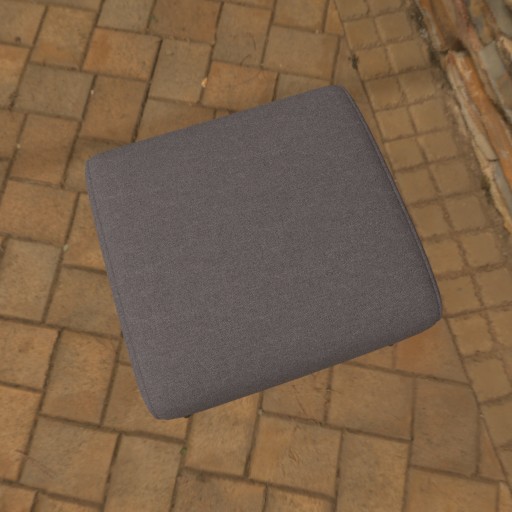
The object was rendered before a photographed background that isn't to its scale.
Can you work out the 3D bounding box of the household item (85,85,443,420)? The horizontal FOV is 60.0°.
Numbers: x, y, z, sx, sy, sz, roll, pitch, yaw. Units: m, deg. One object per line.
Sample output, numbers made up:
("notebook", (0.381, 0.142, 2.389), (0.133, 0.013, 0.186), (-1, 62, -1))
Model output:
("household item", (0.000, 0.000, 0.915), (0.530, 0.410, 0.530), (-18, 76, -5))
